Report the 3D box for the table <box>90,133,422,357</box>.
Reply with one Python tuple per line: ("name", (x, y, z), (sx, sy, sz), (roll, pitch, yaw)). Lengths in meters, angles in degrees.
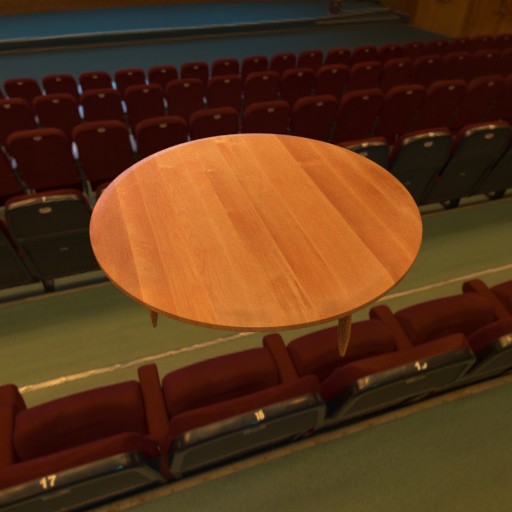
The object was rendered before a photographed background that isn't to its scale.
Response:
("table", (0.000, 0.000, 1.372), (0.900, 0.400, 0.900), (0, 40, 0))
